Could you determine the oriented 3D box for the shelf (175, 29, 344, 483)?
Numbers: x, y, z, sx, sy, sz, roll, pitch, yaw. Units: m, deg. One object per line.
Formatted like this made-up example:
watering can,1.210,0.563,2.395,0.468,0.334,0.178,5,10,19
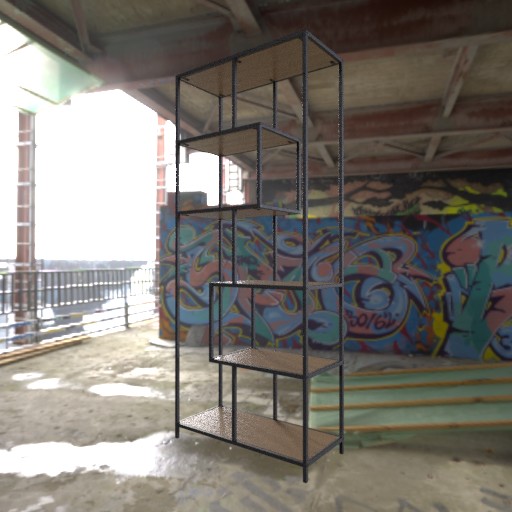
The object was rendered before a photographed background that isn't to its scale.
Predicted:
shelf,0.000,0.000,2.173,0.770,1.850,0.350,0,-1,37
